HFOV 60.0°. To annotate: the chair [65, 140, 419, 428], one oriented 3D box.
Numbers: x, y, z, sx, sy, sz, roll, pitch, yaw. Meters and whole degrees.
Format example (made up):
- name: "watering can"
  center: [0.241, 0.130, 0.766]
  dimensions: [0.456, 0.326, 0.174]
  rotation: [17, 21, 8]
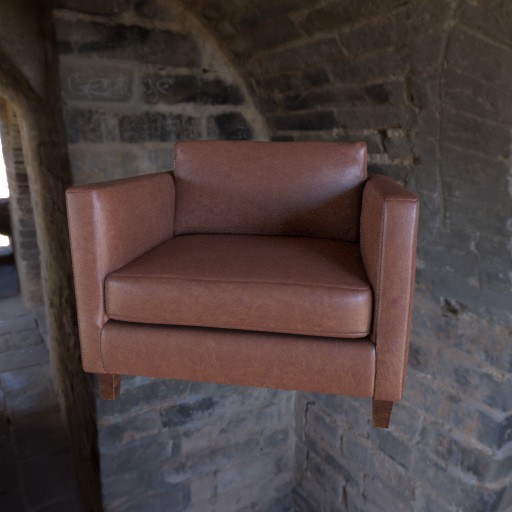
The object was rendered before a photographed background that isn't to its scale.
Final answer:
- name: "chair"
  center: [0.000, 0.000, 1.797]
  dimensions: [1.107, 0.917, 0.959]
  rotation: [2, 14, 10]
